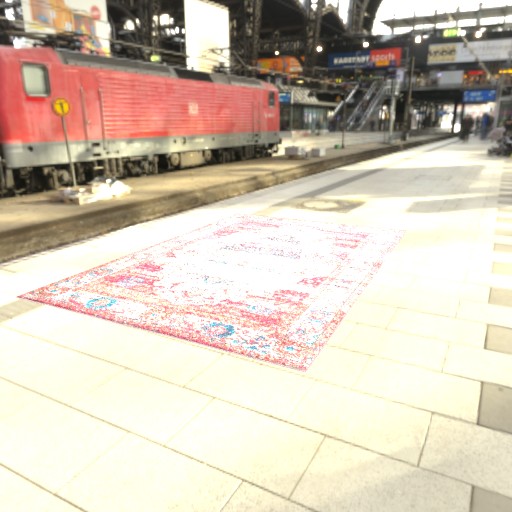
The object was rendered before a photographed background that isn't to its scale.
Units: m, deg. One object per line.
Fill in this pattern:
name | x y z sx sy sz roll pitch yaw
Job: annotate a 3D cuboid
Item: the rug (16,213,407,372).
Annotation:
rug | 0.000 0.000 2.269 1.219 0.006 1.829 8 19 25
